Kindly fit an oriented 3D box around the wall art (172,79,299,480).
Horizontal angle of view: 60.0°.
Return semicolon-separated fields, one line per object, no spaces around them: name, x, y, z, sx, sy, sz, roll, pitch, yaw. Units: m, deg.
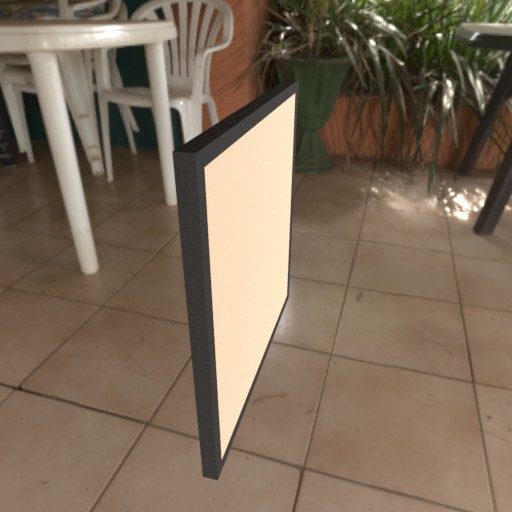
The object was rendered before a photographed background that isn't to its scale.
wall art;0.000;0.000;0.461;0.015;0.304;0.306;8;30;14
